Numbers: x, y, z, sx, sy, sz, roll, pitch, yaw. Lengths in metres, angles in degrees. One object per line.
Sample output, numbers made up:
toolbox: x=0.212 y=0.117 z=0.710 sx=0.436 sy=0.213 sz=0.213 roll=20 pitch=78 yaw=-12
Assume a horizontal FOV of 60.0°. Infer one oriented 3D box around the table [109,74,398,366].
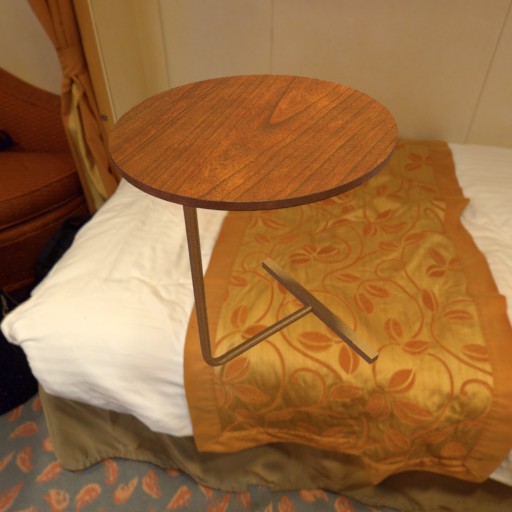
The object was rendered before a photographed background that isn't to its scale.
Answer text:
table: x=0.000 y=0.000 z=1.117 sx=0.577 sy=0.706 sz=0.530 roll=-26 pitch=48 yaw=-26
